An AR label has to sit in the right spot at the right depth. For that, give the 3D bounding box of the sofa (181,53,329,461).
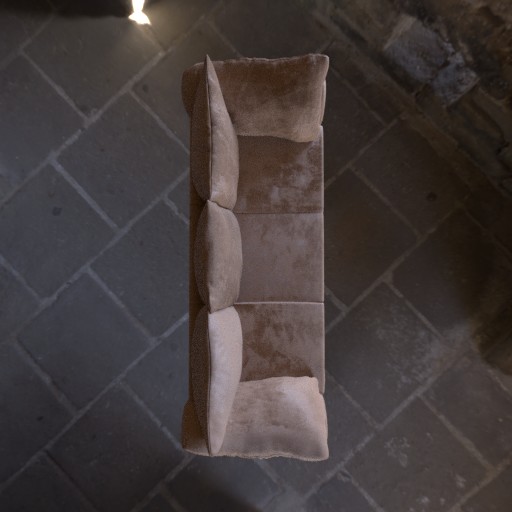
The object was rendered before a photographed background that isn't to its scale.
[{"bbox_3d":[0.000,0.000,2.852,0.893,0.981,2.377,0,88,0],"label":"sofa"}]
